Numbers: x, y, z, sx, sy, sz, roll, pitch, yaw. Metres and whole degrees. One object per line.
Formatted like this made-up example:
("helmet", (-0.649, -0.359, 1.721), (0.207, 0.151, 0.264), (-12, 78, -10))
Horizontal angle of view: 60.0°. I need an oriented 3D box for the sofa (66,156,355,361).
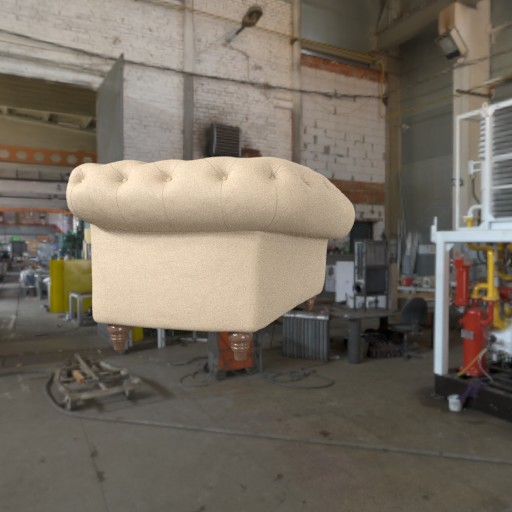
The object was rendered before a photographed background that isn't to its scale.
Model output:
("sofa", (0.000, 0.000, 2.594), (1.069, 0.835, 1.988), (0, 1, 18))
